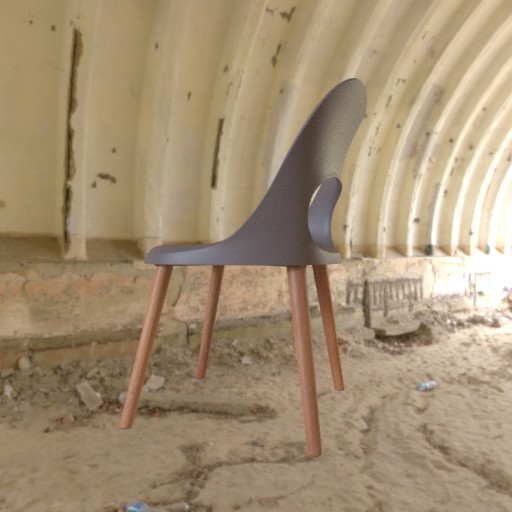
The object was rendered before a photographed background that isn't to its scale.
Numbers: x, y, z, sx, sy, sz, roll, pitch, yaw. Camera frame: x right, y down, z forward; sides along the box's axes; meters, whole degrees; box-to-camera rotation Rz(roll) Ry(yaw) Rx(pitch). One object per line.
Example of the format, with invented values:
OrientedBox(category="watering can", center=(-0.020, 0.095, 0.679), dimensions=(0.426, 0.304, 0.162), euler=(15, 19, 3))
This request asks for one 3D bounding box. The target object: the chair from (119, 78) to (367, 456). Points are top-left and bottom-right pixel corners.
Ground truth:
OrientedBox(category="chair", center=(0.000, 0.000, 1.150), dimensions=(0.556, 0.794, 0.470), euler=(0, 1, 17))
